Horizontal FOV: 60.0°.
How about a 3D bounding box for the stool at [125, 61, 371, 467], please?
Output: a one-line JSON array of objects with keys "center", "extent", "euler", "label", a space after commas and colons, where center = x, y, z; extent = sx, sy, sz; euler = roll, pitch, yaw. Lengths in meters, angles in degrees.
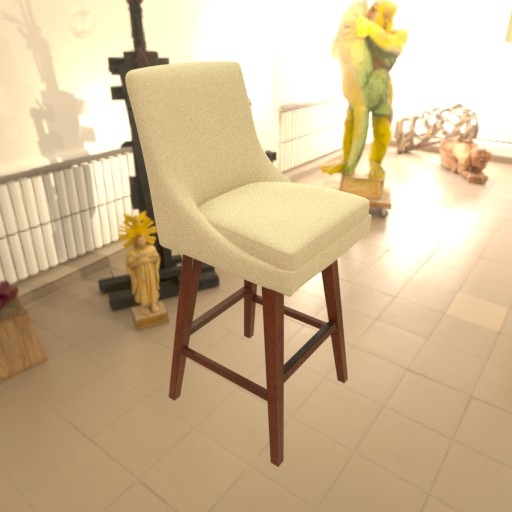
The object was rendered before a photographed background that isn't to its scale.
[{"center": [0.000, 0.000, 1.396], "extent": [0.559, 1.097, 0.470], "euler": [19, 33, 32], "label": "stool"}]
